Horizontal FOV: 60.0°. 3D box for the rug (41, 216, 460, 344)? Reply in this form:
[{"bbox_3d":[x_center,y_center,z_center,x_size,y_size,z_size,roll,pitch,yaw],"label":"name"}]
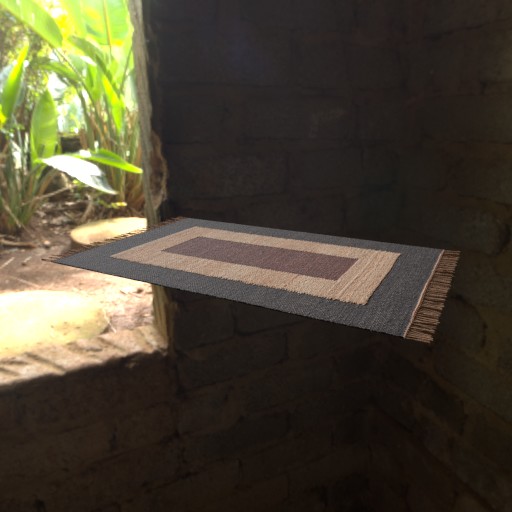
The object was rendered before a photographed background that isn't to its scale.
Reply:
[{"bbox_3d":[0.000,0.000,2.470,2.021,0.027,1.224,9,19,27],"label":"rug"}]
